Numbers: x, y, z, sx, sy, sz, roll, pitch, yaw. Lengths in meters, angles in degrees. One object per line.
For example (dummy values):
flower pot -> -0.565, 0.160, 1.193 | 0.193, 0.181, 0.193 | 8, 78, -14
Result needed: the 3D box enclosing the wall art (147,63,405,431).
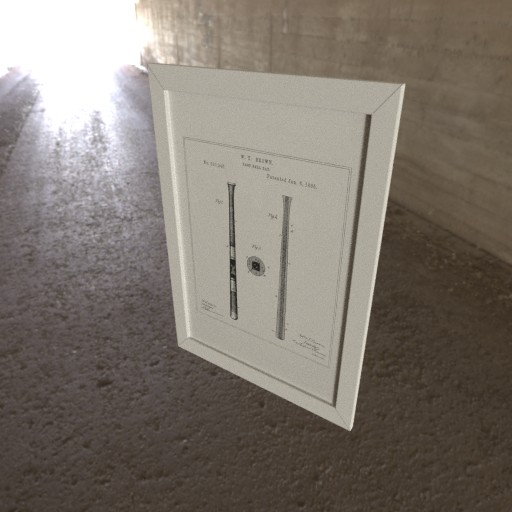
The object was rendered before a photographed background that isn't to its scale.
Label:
wall art -> 0.000, 0.000, 0.684 | 0.374, 0.529, 0.012 | 18, 34, 29
